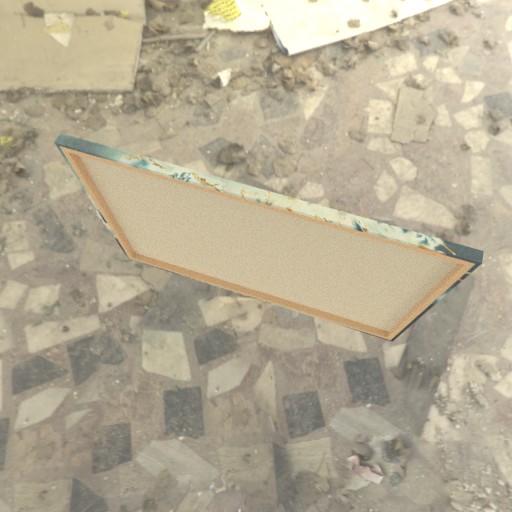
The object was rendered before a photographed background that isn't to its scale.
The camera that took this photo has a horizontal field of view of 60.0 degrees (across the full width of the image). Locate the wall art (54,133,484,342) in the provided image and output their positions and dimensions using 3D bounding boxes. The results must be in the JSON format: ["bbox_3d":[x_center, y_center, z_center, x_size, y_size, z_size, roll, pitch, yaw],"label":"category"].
[{"bbox_3d":[0.000,0.000,1.475,1.138,0.759,0.035,17,66,8],"label":"wall art"}]
